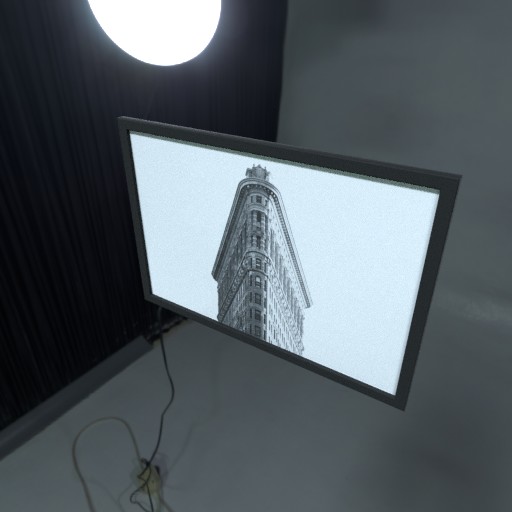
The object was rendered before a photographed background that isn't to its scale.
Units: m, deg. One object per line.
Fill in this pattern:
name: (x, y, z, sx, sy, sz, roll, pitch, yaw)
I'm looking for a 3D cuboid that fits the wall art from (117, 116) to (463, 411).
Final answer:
wall art: (0.000, 0.000, 1.264, 0.964, 0.659, 0.049, 19, 35, 29)
